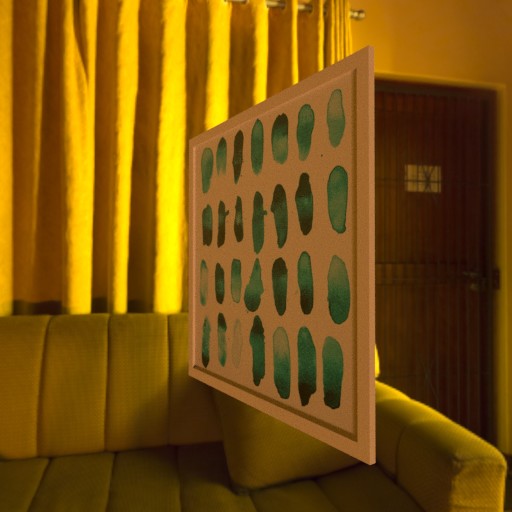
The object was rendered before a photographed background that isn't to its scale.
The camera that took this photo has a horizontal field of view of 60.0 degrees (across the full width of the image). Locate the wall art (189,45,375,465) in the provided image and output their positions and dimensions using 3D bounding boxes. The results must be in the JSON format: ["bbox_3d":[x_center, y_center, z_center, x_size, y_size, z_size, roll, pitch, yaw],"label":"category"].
[{"bbox_3d":[0.000,0.000,0.674,0.009,0.457,0.456,0,-1,-34],"label":"wall art"}]
